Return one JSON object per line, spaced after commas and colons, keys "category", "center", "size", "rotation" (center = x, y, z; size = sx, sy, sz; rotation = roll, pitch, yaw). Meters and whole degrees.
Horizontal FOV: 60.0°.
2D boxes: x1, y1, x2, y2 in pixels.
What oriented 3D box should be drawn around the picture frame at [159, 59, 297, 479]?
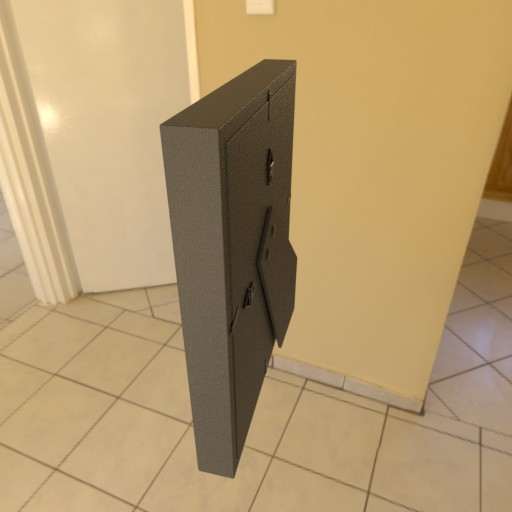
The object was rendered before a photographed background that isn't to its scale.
{"category": "picture frame", "center": [0.000, 0.000, 0.384], "size": [0.042, 0.284, 0.232], "rotation": [7, 32, 12]}
